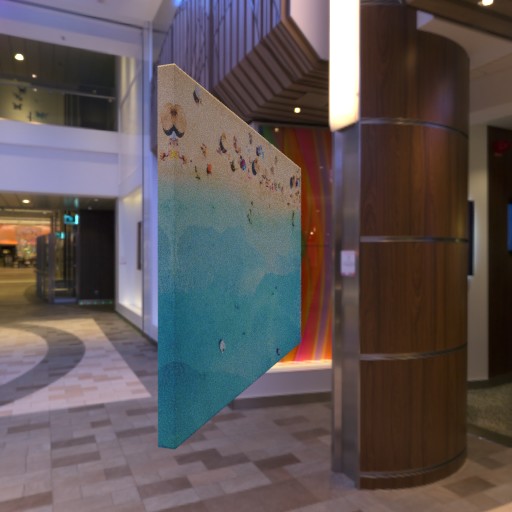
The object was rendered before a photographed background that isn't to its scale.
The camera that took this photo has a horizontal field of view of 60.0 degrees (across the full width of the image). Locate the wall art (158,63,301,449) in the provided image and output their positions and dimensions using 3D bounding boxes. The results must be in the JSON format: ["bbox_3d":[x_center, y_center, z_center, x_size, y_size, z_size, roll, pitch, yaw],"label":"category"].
[{"bbox_3d":[0.000,0.000,1.425,0.040,0.769,1.136,0,0,19],"label":"wall art"}]
